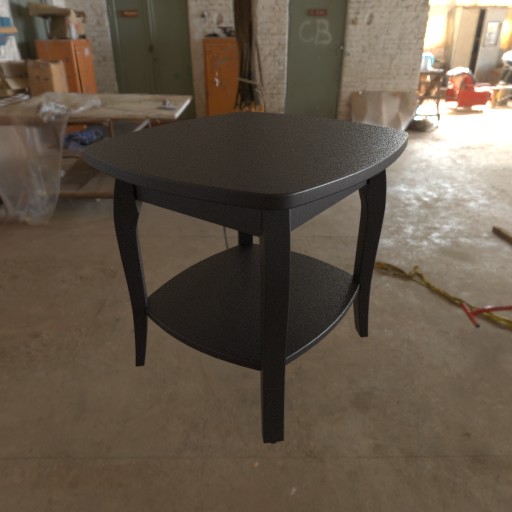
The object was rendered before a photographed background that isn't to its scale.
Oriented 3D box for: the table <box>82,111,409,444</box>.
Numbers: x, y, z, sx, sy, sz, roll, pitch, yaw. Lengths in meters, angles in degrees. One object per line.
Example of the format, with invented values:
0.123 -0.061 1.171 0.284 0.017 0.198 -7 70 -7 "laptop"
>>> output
0.000 0.000 0.876 0.457 0.457 0.508 18 33 31 "table"
